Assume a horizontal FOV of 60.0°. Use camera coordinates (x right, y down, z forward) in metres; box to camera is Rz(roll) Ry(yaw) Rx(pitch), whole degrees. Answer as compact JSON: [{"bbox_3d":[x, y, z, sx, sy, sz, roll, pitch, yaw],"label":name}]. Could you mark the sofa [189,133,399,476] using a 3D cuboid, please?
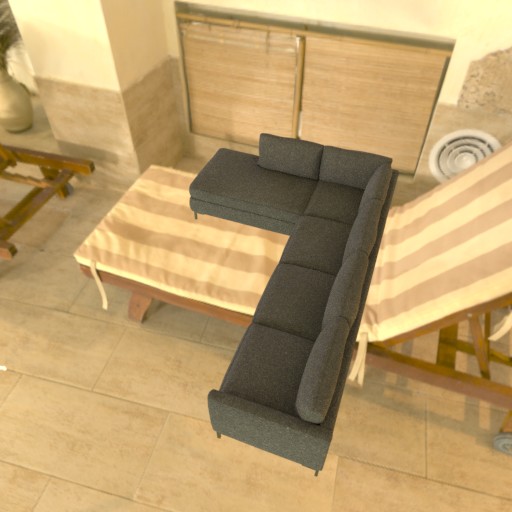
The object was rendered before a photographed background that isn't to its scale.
[{"bbox_3d":[0.000,0.000,3.888,2.007,0.815,2.949,15,48,14],"label":"sofa"}]
